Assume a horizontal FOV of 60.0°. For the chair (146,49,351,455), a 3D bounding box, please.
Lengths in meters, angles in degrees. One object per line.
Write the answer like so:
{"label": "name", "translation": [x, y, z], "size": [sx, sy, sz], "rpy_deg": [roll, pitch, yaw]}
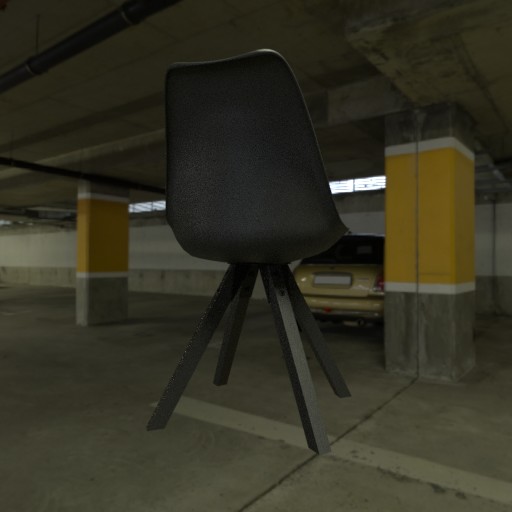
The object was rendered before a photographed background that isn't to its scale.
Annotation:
{"label": "chair", "translation": [0.000, 0.000, 1.191], "size": [0.485, 0.850, 0.550], "rpy_deg": [0, -1, 18]}
